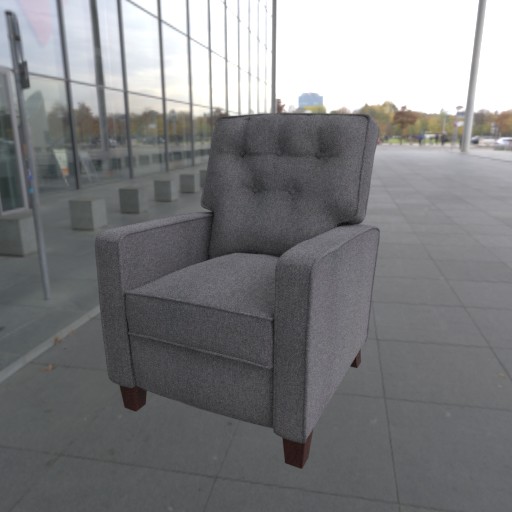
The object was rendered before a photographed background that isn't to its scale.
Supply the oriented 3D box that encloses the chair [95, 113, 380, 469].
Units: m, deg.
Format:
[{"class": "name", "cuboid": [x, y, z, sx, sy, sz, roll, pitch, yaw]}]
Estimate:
[{"class": "chair", "cuboid": [0.000, 0.000, 1.414, 0.650, 0.889, 0.775, 7, 17, 26]}]
